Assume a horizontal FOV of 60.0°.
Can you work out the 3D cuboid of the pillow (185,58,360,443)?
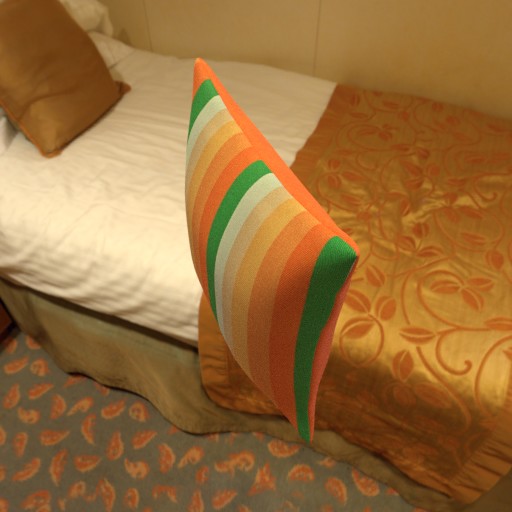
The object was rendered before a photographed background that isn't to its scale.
[{"bbox_3d":[0.000,0.000,0.691,0.169,0.444,0.453,-17,49,-16],"label":"pillow"}]
